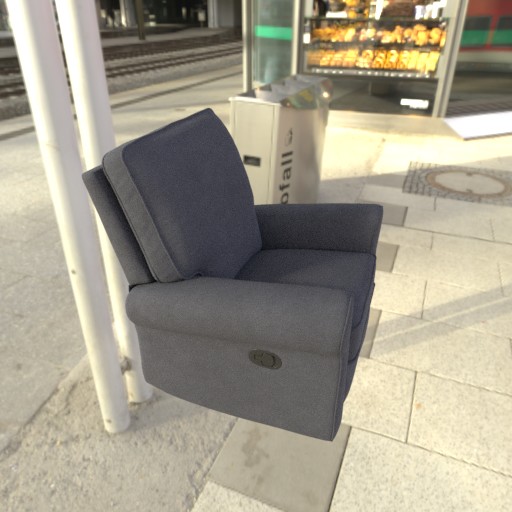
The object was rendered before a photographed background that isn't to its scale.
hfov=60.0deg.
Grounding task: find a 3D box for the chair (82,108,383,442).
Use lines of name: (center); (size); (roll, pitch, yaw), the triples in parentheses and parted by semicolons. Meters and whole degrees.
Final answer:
chair: (0.000, 0.000, 1.684); (0.878, 0.961, 0.890); (10, 30, 18)
